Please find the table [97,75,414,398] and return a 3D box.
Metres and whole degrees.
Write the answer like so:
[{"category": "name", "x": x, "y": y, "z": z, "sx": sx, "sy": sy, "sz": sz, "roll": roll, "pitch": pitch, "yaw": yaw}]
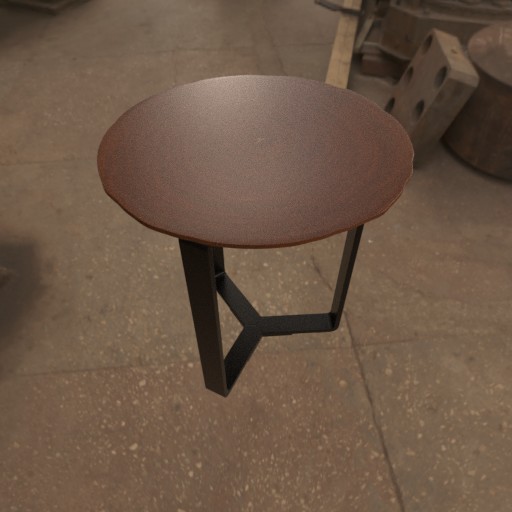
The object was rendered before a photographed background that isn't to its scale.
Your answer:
[{"category": "table", "x": 0.000, "y": 0.000, "z": 0.752, "sx": 0.410, "sy": 0.450, "sz": 0.380, "roll": -3, "pitch": 48, "yaw": -2}]
